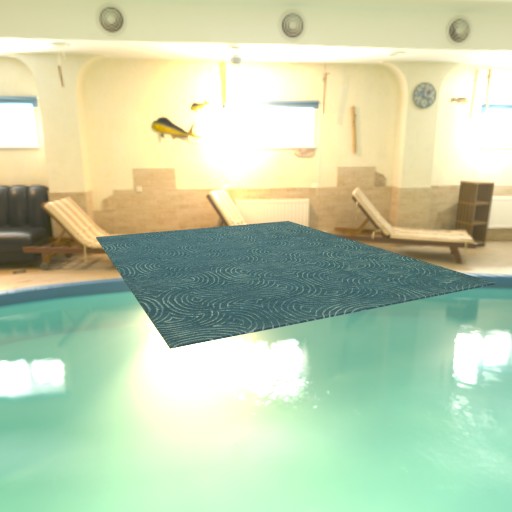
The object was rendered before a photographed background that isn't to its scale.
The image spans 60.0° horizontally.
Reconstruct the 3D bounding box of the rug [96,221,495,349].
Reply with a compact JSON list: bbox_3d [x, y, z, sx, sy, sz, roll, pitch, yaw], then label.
[{"bbox_3d":[0.000,0.000,4.054,2.432,0.012,3.033,-7,16,-25],"label":"rug"}]
